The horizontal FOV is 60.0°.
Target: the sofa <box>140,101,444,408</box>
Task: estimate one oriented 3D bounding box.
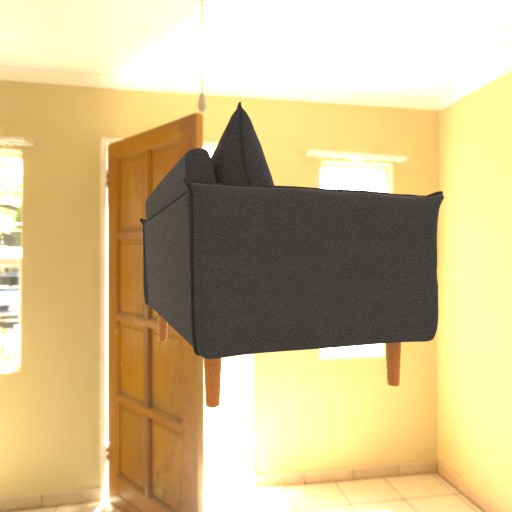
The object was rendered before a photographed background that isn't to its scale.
[{"bbox_3d":[0.000,0.000,1.817,0.820,0.840,1.300,0,0,-20],"label":"sofa"}]
